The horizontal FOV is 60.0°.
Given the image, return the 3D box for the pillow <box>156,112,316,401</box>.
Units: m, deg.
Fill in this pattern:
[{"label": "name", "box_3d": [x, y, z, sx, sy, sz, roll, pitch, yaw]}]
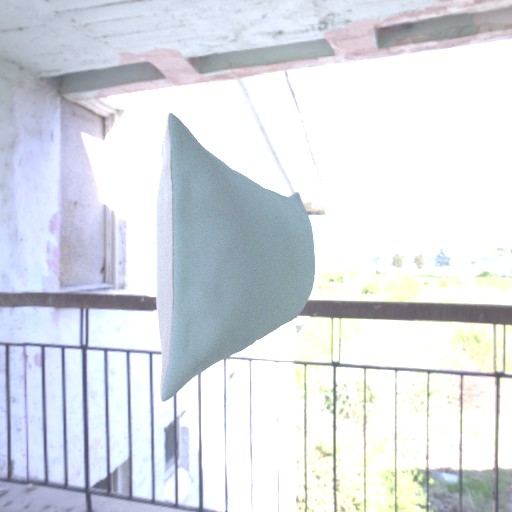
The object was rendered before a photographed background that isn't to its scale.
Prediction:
[{"label": "pillow", "box_3d": [0.000, 0.000, 0.715, 0.151, 0.287, 0.610, 0, 0, 17]}]
